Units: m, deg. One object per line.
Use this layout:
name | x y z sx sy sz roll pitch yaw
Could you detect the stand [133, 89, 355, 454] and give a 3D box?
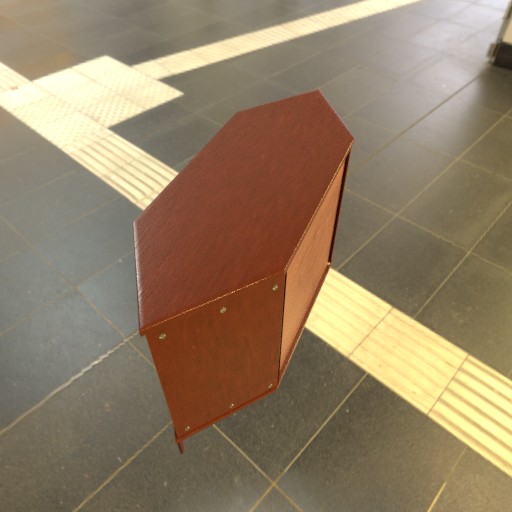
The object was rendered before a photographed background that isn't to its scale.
stand | 0.000 0.000 1.378 0.381 0.614 1.072 17 48 16
